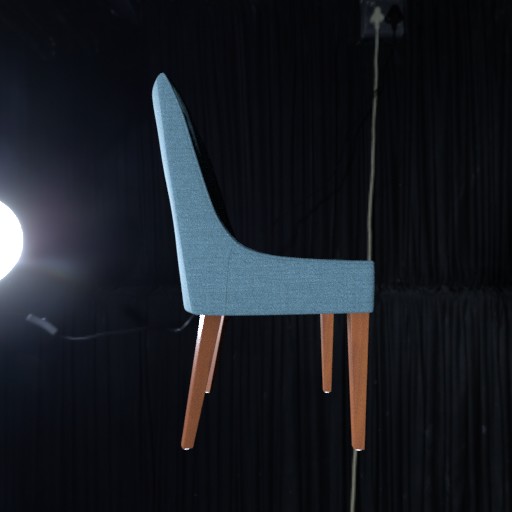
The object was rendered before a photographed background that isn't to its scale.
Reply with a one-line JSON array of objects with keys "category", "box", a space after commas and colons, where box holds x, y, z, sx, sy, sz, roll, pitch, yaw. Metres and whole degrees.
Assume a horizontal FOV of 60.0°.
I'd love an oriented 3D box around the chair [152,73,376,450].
[{"category": "chair", "box": [0.000, 0.000, 1.202, 0.544, 0.861, 0.529, 0, -1, 0]}]
